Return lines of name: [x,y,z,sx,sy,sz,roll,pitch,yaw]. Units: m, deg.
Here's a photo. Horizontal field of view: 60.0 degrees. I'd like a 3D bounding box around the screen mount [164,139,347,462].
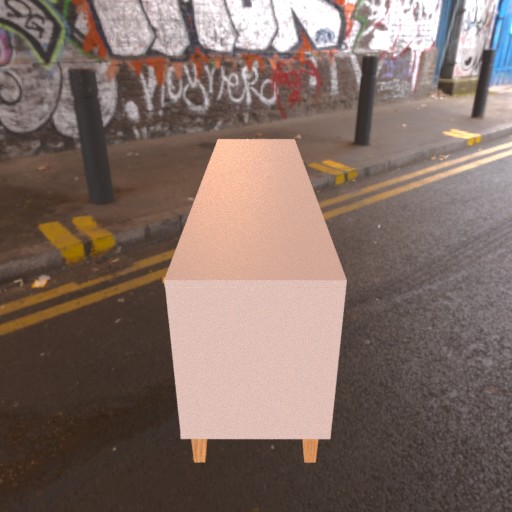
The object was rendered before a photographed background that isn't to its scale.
screen mount: [0.000,0.000,1.774,0.400,0.619,1.490,0,26,0]
